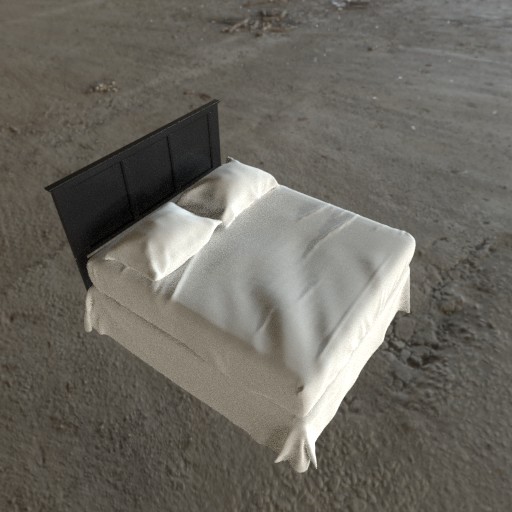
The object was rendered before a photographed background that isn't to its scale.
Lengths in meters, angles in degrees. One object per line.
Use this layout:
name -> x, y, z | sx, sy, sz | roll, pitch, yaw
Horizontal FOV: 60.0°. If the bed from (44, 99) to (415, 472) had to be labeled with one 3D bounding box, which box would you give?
bed -> 0.000, 0.000, 3.205 | 2.050, 1.270, 1.870 | 26, 48, 26
